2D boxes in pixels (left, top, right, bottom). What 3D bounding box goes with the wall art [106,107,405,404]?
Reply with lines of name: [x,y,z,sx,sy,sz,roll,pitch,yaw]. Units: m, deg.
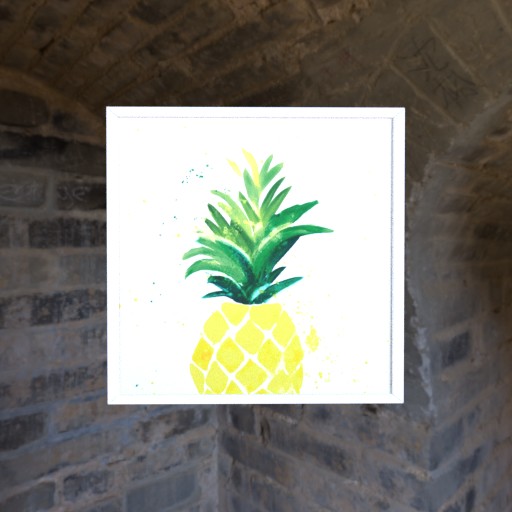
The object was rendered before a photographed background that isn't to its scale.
wall art: [0.000,0.000,0.776,0.508,0.507,0.035,0,1,-1]
